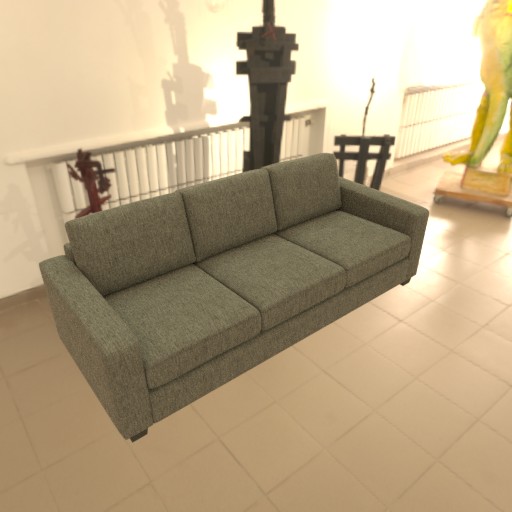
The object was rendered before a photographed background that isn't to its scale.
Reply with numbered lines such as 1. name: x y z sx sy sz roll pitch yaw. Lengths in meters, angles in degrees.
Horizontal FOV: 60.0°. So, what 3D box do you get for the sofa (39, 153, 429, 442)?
1. sofa: 0.000 0.000 2.618 2.160 0.800 0.900 -22 36 -33
